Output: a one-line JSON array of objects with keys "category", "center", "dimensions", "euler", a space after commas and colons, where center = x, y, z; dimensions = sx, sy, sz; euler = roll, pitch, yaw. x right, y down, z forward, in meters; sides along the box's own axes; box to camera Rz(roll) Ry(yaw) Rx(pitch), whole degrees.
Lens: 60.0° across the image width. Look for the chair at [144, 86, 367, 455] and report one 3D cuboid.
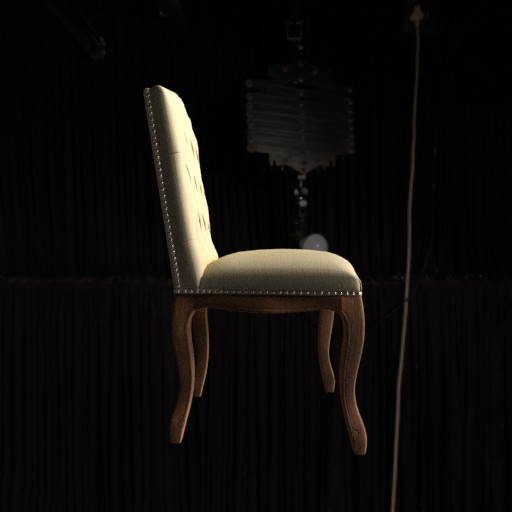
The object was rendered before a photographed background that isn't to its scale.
[{"category": "chair", "center": [0.000, 0.000, 1.612], "dimensions": [0.715, 1.165, 0.623], "euler": [0, 0, 1]}]
